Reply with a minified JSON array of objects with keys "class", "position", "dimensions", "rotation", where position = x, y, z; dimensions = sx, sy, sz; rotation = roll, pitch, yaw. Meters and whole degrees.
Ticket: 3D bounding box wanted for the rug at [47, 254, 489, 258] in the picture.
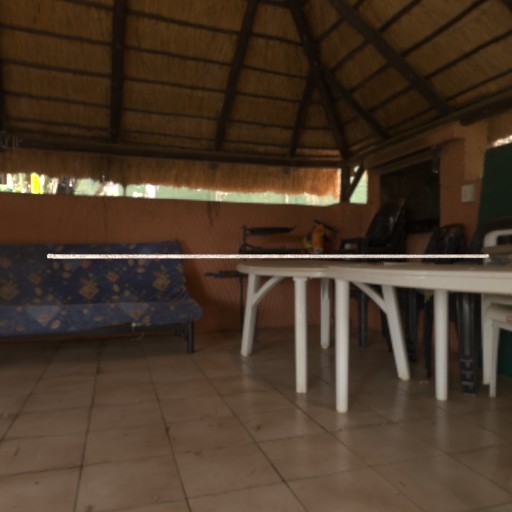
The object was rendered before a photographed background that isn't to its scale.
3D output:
[{"class":"rug","position":[0.000,0.000,2.293],"dimensions":[1.832,0.016,1.224],"rotation":[0,0,-19]}]
